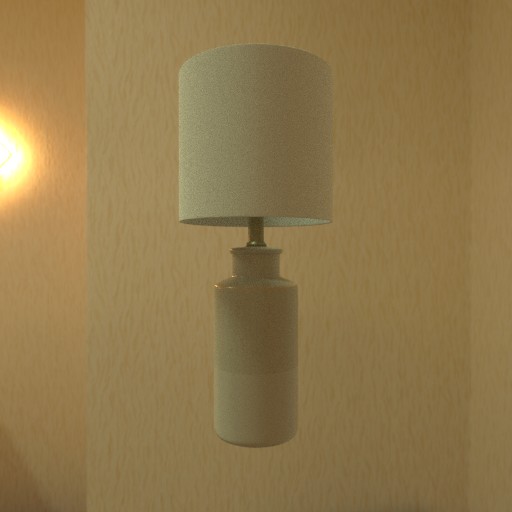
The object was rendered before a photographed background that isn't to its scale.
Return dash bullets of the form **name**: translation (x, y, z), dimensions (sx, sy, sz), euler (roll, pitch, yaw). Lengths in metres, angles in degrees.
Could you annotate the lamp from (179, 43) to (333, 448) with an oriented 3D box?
- **lamp**: translation (0.000, 0.000, 0.619), dimensions (0.212, 0.493, 0.212), euler (0, 1, -37)
